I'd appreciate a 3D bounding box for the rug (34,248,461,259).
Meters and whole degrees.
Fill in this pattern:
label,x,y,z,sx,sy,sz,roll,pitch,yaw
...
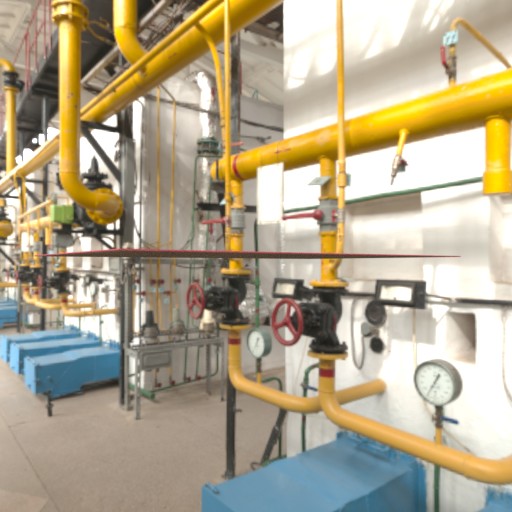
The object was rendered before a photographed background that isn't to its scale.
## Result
label,x,y,z,sx,sy,sz,roll,pitch,yaw
rug,0.000,0.000,2.973,2.423,0.010,1.534,1,-1,-37
